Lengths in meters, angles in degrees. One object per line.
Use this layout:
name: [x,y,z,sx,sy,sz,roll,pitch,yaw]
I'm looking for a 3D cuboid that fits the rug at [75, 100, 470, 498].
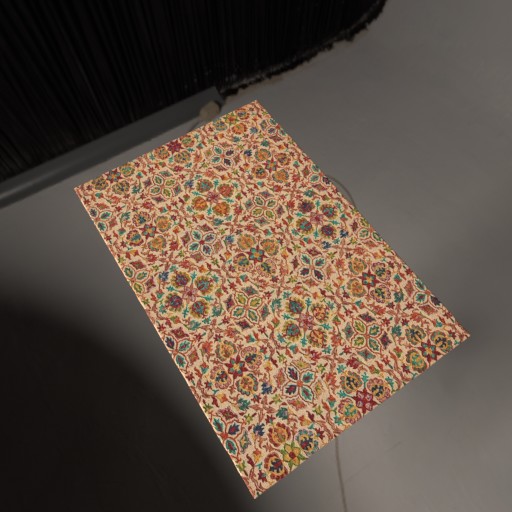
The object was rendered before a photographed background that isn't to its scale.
rug: [0.000,0.000,2.870,1.541,0.018,2.297,-31,67,-15]
